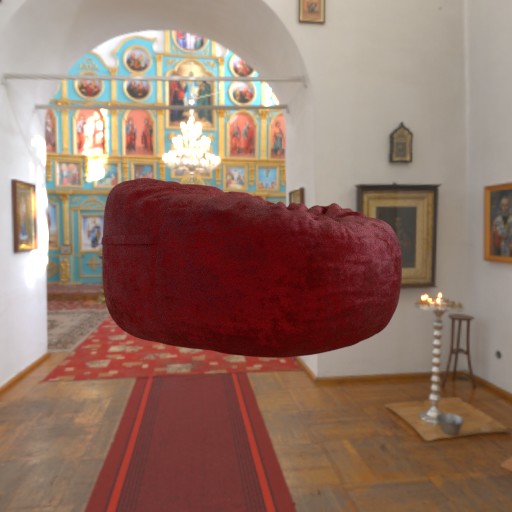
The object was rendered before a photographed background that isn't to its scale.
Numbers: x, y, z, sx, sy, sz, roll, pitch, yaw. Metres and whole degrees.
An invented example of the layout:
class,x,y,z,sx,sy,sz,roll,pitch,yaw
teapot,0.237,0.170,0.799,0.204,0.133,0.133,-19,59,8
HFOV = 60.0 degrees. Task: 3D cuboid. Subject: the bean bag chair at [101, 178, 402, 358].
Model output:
class,x,y,z,sx,sy,sz,roll,pitch,yaw
bean bag chair,0.000,0.000,2.447,1.524,0.878,1.524,1,2,37
